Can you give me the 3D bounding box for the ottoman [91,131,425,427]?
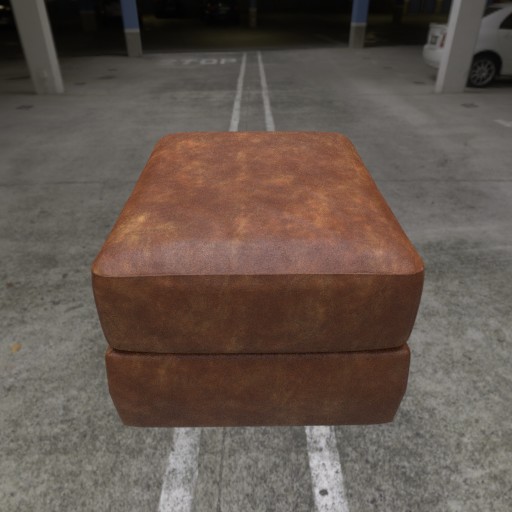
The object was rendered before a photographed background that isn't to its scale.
[{"bbox_3d":[0.000,0.000,1.140,0.603,0.476,0.751,0,33,-1],"label":"ottoman"}]
